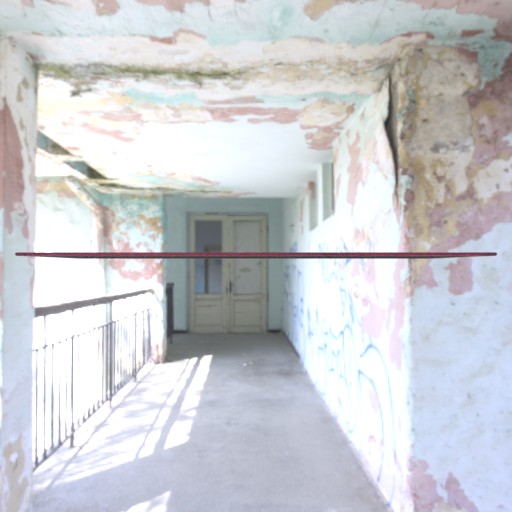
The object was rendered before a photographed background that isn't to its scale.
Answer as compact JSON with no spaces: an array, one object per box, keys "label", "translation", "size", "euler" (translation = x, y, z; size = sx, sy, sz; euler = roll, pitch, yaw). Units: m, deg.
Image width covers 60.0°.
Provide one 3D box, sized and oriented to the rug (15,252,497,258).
[{"label":"rug","translation":[0.000,0.000,2.642],"size":[2.439,0.018,0.813],"euler":[0,-1,0]}]
